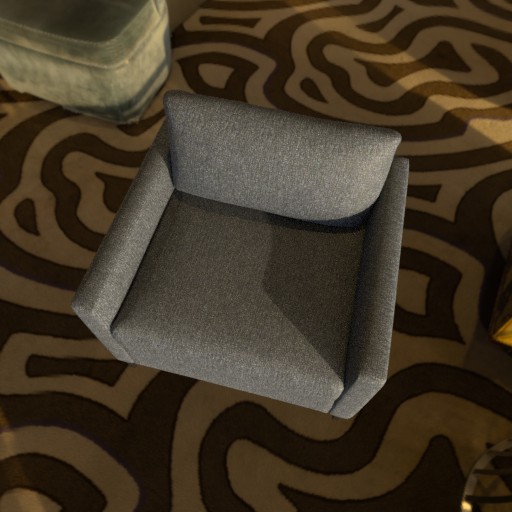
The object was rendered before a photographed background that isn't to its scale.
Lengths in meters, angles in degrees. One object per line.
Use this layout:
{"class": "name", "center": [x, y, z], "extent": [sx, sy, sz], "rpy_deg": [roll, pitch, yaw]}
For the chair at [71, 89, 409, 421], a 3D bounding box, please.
{"class": "chair", "center": [0.000, 0.000, 1.614], "extent": [0.963, 0.861, 0.866], "rpy_deg": [12, 60, 7]}
